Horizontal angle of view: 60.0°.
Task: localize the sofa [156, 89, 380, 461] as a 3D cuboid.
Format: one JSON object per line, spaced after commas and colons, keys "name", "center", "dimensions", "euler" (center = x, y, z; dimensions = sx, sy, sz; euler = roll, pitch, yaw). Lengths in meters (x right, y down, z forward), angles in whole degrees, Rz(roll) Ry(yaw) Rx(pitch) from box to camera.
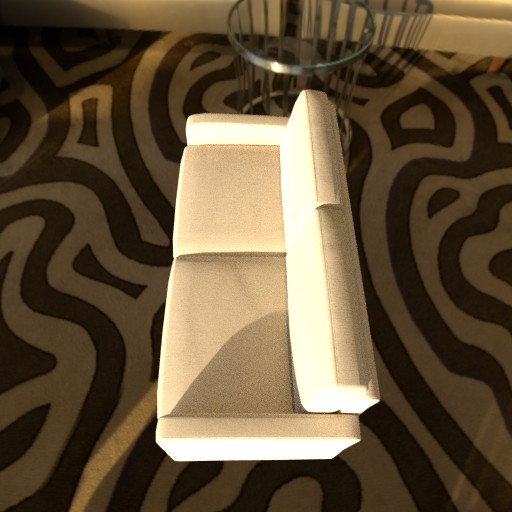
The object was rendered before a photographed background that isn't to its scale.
{"name": "sofa", "center": [0.000, 0.000, 2.264], "dimensions": [0.894, 0.831, 1.808], "euler": [-1, 59, 0]}
